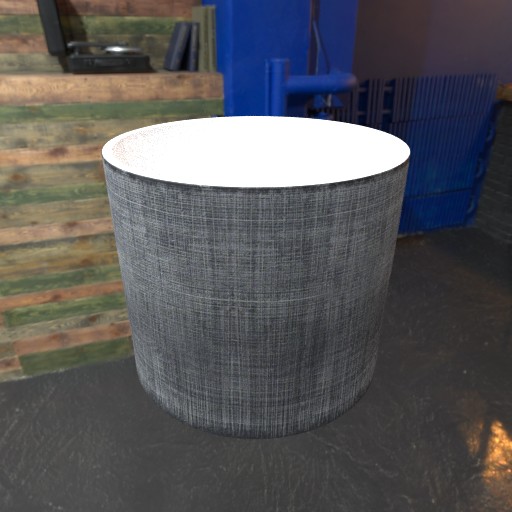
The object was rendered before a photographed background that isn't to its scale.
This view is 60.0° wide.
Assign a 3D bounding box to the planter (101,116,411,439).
[{"bbox_3d":[0.000,0.000,0.431,0.254,0.221,0.254,0,27,0],"label":"planter"}]
